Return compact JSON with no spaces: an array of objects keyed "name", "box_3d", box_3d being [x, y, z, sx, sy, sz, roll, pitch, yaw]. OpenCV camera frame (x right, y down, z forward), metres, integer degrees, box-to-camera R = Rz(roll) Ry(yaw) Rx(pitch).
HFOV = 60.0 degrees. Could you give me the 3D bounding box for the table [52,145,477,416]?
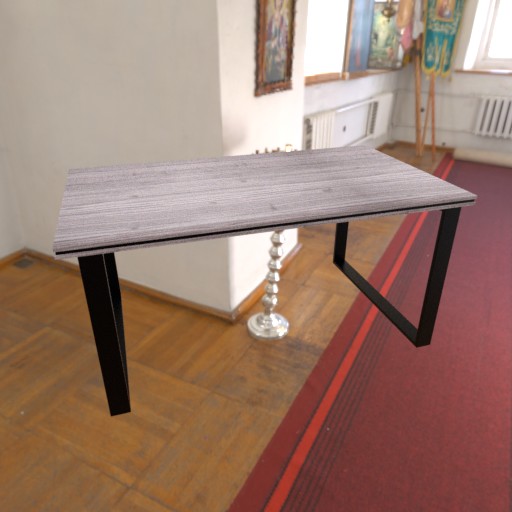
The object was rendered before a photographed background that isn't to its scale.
[{"name":"table","box_3d":[0.000,0.000,2.105,1.579,0.736,0.881,-8,29,-15]}]
